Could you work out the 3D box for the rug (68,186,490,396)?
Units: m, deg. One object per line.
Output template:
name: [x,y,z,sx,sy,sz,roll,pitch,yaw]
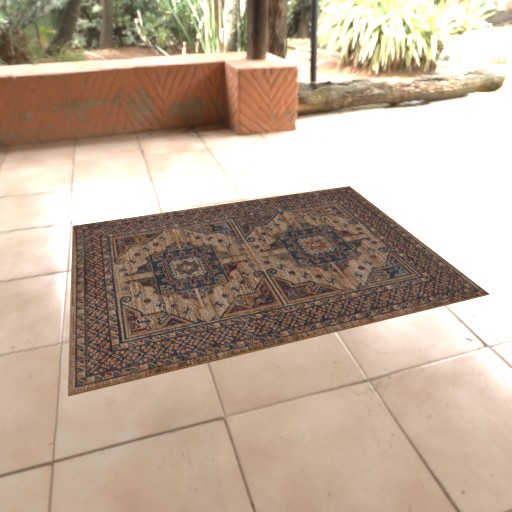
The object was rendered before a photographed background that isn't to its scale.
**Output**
rug: [0.000,0.000,2.825,2.227,0.008,1.611,-10,34,-16]
